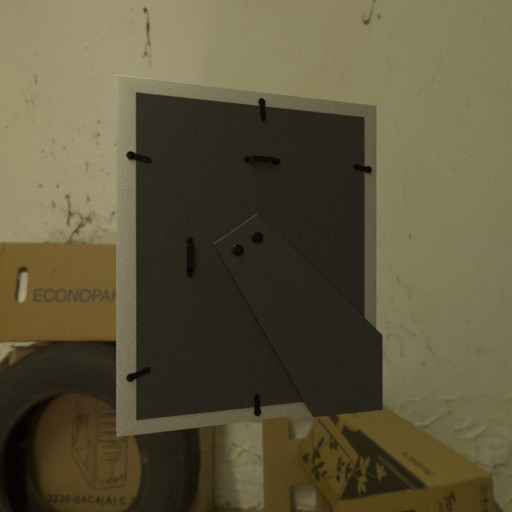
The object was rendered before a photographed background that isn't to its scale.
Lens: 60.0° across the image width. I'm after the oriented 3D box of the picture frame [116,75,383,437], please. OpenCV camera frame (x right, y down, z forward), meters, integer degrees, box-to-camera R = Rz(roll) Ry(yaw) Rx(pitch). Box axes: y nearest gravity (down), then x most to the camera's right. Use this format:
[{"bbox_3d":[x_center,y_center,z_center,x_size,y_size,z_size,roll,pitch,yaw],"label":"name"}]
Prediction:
[{"bbox_3d":[0.000,0.000,0.387,0.233,0.282,0.036,0,0,-18],"label":"picture frame"}]
